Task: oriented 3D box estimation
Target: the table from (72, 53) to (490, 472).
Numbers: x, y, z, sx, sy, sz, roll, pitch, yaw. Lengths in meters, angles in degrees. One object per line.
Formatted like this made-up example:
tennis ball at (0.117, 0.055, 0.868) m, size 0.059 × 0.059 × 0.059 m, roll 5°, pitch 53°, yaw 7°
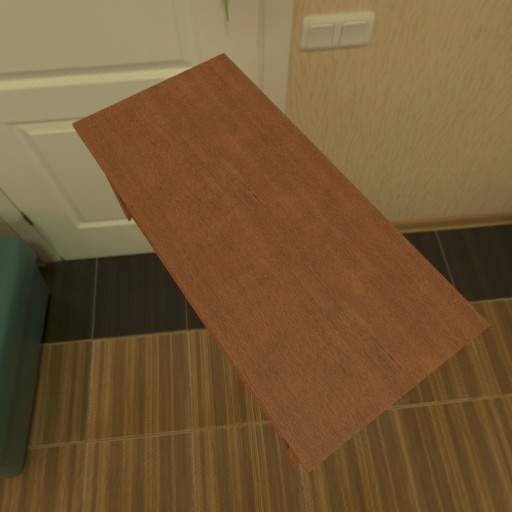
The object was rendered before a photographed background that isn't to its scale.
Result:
table at (0.000, 0.000, 1.252) m, size 0.483 × 0.457 × 1.016 m, roll -32°, pitch 67°, yaw -15°
